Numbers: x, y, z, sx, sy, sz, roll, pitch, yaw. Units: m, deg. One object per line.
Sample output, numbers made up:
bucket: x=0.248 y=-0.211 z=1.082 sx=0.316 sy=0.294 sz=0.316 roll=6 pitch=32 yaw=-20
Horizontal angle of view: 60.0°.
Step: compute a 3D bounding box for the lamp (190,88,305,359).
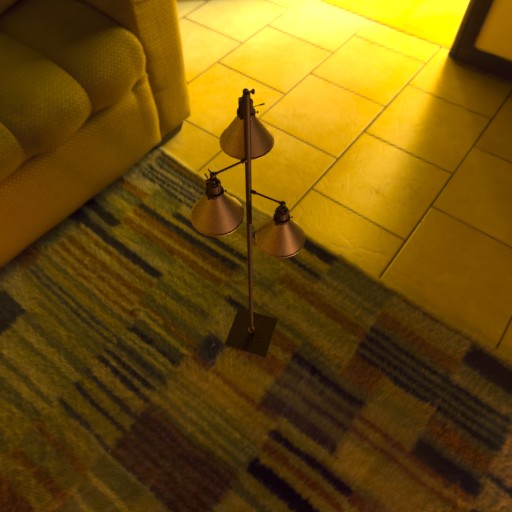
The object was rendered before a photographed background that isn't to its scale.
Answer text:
lamp: x=0.000 y=0.000 z=1.968 sx=0.415 sy=1.716 sz=0.428 roll=15 pitch=58 yaw=9
